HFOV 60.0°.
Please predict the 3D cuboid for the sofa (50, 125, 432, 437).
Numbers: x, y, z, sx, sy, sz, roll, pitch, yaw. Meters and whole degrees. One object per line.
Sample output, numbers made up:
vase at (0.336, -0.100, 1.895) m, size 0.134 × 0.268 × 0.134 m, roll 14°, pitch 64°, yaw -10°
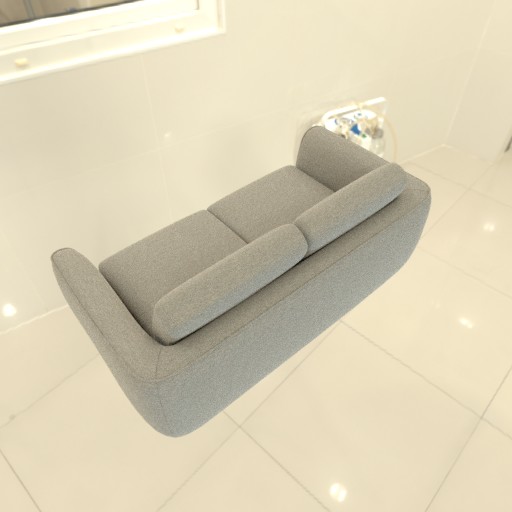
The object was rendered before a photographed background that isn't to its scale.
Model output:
sofa at (0.000, 0.000, 2.200) m, size 1.700 × 0.850 × 0.920 m, roll -32°, pitch 54°, yaw -26°
